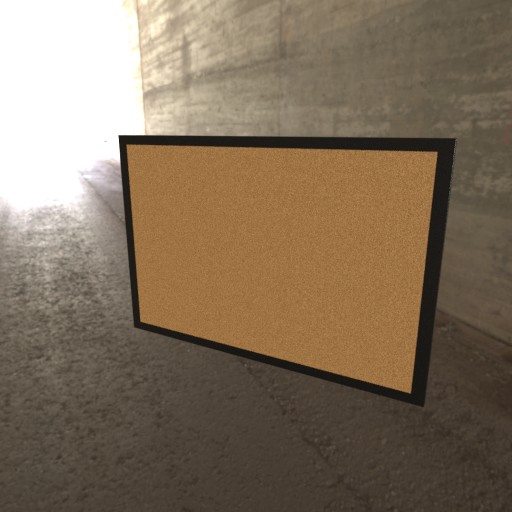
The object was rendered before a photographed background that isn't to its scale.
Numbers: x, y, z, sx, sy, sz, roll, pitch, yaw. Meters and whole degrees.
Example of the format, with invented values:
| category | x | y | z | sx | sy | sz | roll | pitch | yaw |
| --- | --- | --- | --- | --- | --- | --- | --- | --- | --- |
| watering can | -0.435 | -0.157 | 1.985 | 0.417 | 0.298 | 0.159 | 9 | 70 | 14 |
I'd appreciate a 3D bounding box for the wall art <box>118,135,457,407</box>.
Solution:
| category | x | y | z | sx | sy | sz | roll | pitch | yaw |
| --- | --- | --- | --- | --- | --- | --- | --- | --- | --- |
| wall art | 0.000 | 0.000 | 1.058 | 0.819 | 0.552 | 0.015 | 9 | 18 | 27 |
